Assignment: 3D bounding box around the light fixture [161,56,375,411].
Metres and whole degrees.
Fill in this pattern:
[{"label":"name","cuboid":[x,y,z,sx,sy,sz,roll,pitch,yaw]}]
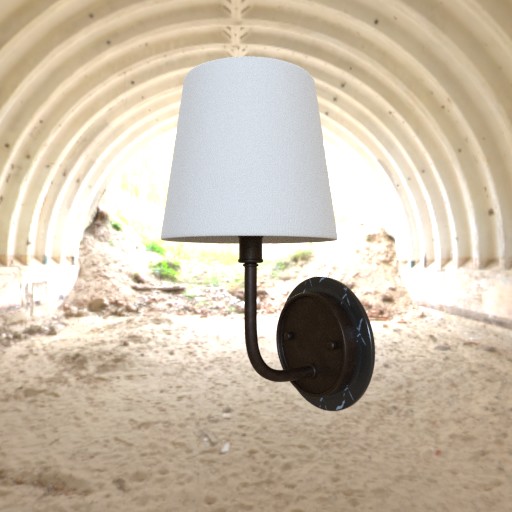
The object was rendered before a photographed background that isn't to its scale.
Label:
[{"label":"light fixture","cuboid":[0.000,0.000,0.441,0.188,0.337,0.168,0,-1,-36]}]
